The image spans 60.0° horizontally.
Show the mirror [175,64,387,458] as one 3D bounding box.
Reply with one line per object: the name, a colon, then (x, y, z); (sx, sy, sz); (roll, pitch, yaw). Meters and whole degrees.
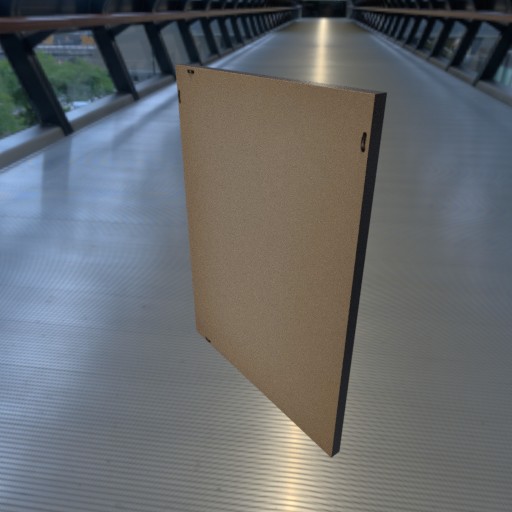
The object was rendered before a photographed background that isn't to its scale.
mirror: (0.000, 0.000, 1.337); (0.041, 1.016, 0.762); (-20, 34, -33)
